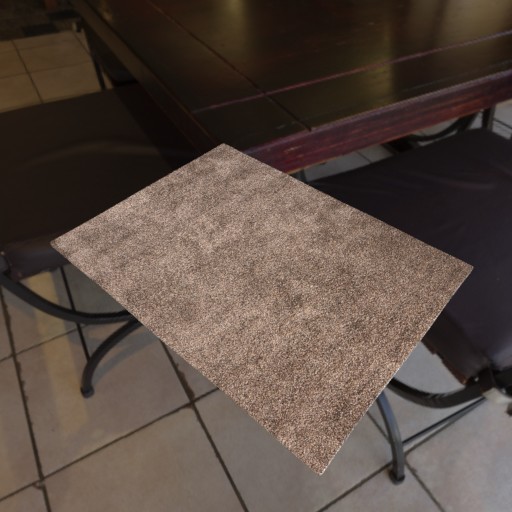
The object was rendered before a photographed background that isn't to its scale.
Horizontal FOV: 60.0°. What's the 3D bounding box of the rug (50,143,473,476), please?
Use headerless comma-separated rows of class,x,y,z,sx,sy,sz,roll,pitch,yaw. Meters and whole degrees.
rug,0.000,0.000,2.088,1.601,0.025,1.198,32,54,28
